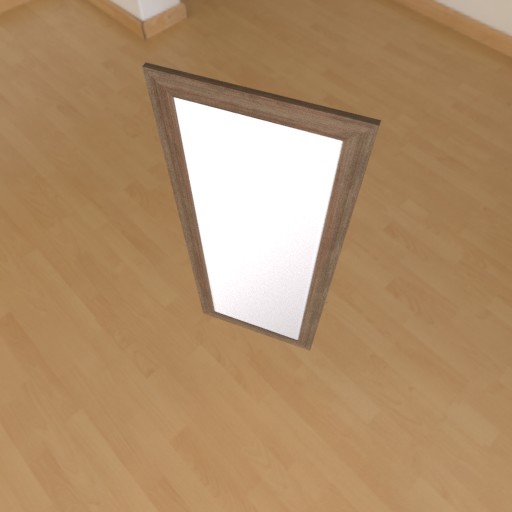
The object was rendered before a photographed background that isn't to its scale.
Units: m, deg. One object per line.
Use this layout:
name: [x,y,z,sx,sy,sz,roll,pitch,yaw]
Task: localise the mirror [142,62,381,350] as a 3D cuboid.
mirror: [0.000,0.000,2.299,0.812,2.032,0.025,18,60,10]
